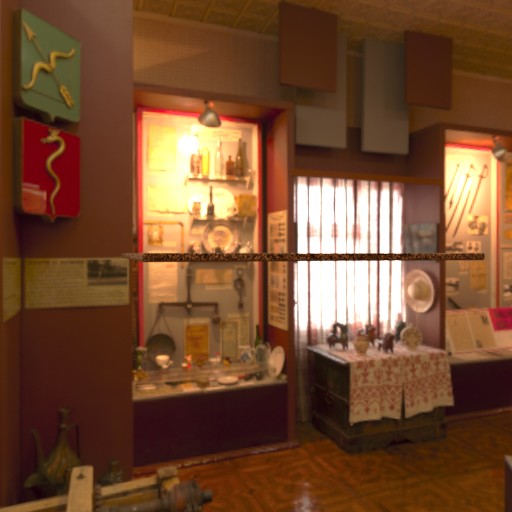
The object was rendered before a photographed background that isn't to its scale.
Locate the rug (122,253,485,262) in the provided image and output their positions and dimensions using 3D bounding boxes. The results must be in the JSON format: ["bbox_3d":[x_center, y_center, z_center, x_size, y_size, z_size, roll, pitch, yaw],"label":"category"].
[{"bbox_3d":[0.000,0.000,2.153,1.198,0.025,1.601,0,0,-19],"label":"rug"}]
